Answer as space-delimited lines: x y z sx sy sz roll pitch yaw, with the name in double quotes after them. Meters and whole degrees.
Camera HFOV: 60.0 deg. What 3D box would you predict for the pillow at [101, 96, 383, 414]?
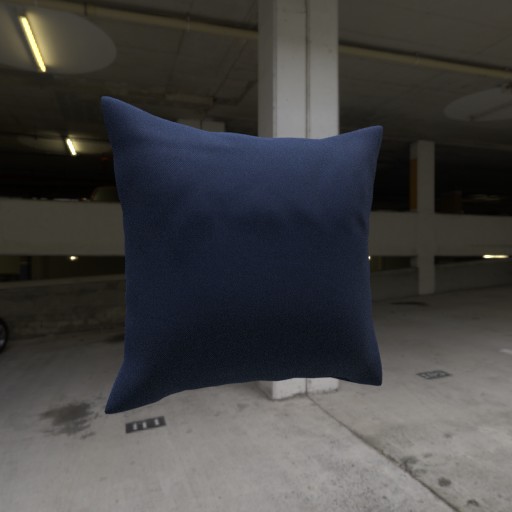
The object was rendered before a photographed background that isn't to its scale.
0.000 0.000 0.703 0.463 0.454 0.173 0 0 -18 "pillow"
